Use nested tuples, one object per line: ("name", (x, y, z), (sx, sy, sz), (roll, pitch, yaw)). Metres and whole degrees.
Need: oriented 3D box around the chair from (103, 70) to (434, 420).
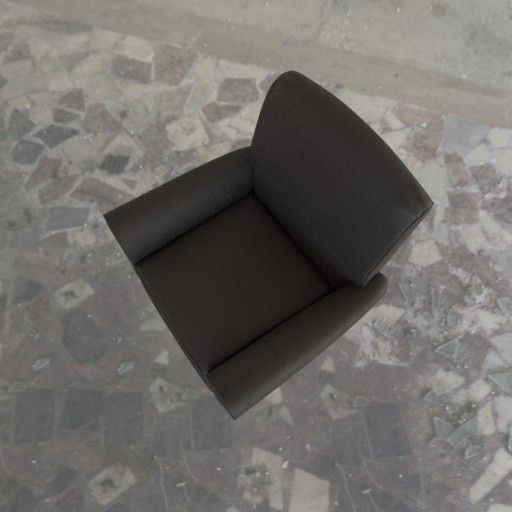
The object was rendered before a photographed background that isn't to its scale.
("chair", (0.000, 0.000, 1.838), (0.902, 1.061, 0.978), (-32, 68, -15))
